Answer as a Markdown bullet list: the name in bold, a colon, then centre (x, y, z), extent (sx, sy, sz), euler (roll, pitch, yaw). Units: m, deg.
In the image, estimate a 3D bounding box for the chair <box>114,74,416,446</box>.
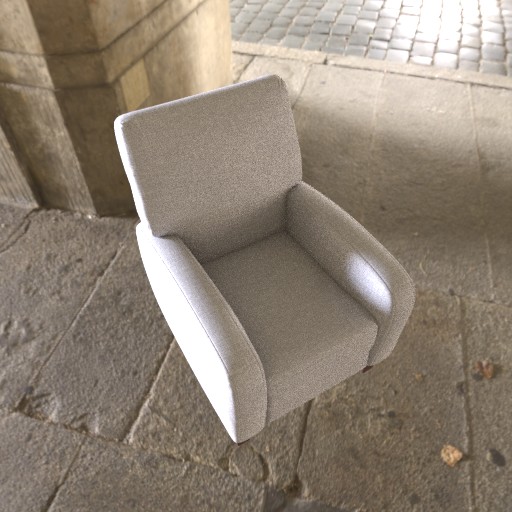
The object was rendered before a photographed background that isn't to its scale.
- **chair**: centre (0.000, 0.000, 1.692), extent (0.762, 0.990, 0.990), euler (-23, 52, -20)
